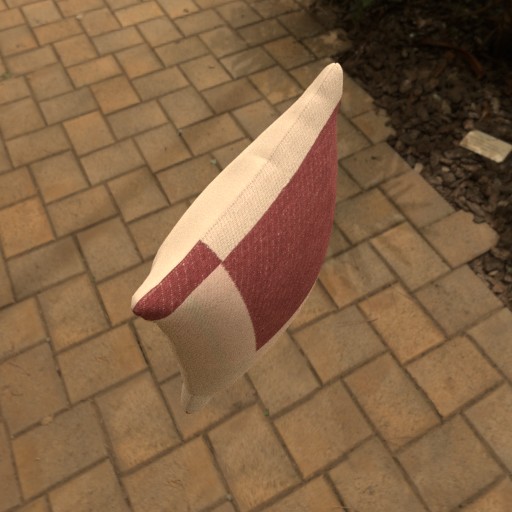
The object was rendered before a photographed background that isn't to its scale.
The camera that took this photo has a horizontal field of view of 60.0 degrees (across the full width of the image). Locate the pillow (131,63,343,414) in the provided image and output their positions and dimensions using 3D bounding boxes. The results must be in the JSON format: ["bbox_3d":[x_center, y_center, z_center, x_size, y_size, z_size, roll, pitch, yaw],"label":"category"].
[{"bbox_3d":[0.000,0.000,0.815,0.229,0.506,0.536,28,63,16],"label":"pillow"}]
